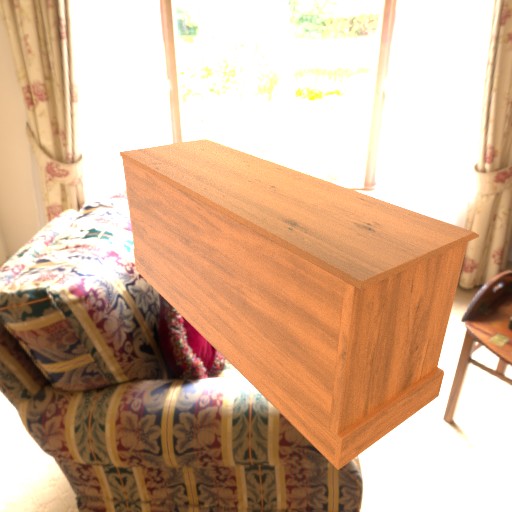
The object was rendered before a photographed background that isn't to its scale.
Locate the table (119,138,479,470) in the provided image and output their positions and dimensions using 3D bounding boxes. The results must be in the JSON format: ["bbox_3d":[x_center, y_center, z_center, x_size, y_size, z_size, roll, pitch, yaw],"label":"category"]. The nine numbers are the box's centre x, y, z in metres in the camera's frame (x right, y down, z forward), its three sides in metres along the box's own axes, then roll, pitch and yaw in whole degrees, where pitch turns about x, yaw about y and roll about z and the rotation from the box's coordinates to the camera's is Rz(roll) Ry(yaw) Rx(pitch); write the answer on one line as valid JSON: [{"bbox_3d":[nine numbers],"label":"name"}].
[{"bbox_3d":[0.000,0.000,1.457,0.400,0.510,1.200,-18,32,-32],"label":"table"}]
